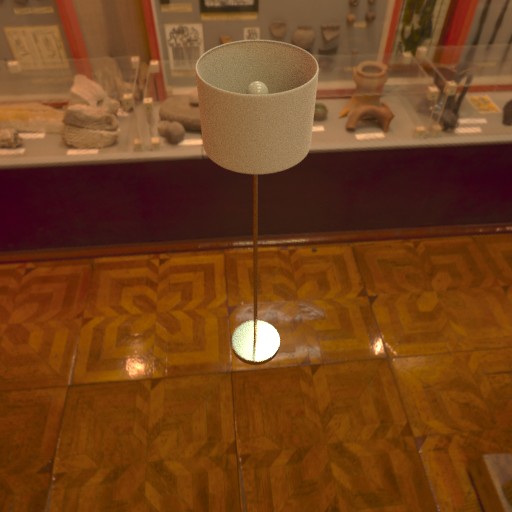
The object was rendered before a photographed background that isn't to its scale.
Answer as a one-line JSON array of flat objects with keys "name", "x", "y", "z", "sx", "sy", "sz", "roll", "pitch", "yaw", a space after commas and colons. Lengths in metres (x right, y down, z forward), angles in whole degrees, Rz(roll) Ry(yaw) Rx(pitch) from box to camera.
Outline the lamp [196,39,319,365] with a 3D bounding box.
[{"name": "lamp", "x": 0.000, "y": 0.000, "z": 1.789, "sx": 0.324, "sy": 1.600, "sz": 0.416, "roll": -3, "pitch": 48, "yaw": -2}]
